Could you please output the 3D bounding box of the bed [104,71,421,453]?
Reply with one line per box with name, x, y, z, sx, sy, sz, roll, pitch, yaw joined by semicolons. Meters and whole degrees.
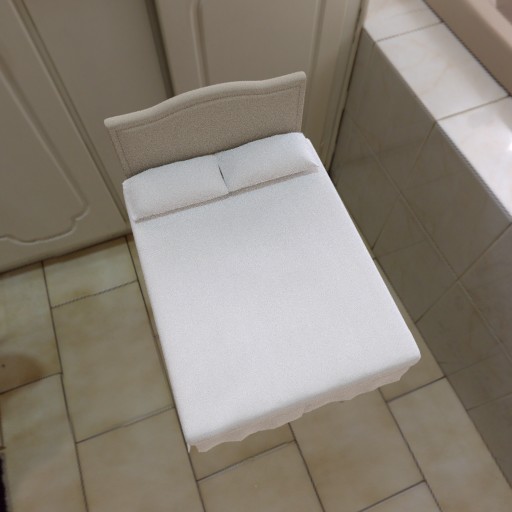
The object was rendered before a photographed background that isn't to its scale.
bed;0.000;0.000;3.642;1.977;1.437;2.477;-17;64;-9
